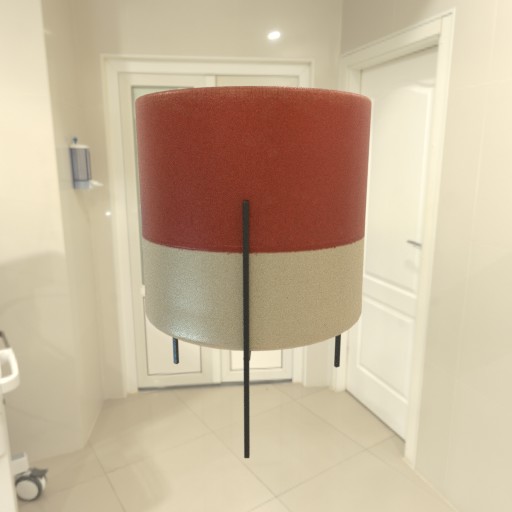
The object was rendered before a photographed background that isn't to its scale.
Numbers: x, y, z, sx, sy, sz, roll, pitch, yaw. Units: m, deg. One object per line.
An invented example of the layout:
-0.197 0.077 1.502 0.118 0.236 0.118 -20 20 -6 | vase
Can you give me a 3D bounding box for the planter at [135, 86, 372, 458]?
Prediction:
0.000 0.000 0.711 0.354 0.465 0.345 -6 14 -27 | planter
